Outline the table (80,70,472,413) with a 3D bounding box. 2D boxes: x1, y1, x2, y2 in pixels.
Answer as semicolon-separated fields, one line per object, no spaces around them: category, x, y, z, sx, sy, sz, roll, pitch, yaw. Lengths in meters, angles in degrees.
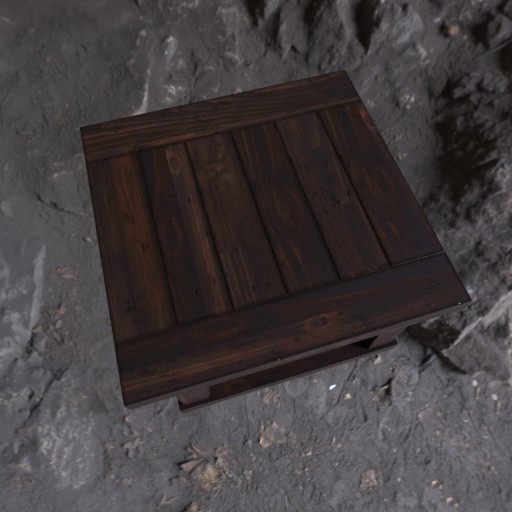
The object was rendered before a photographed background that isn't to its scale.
table;0.000;0.000;1.048;0.606;0.437;0.593;-15;64;-7
